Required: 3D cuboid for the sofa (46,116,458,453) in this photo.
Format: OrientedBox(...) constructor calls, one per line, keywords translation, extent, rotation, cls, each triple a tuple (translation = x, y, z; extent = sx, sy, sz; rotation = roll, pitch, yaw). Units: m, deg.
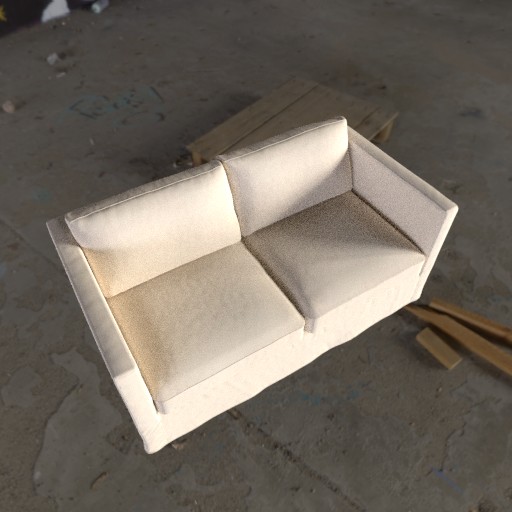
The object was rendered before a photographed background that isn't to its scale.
OrientedBox(translation=(0.000, 0.000, 2.288), extent=(1.746, 0.834, 0.962), rotation=(-25, 52, -20), cls="sofa")
